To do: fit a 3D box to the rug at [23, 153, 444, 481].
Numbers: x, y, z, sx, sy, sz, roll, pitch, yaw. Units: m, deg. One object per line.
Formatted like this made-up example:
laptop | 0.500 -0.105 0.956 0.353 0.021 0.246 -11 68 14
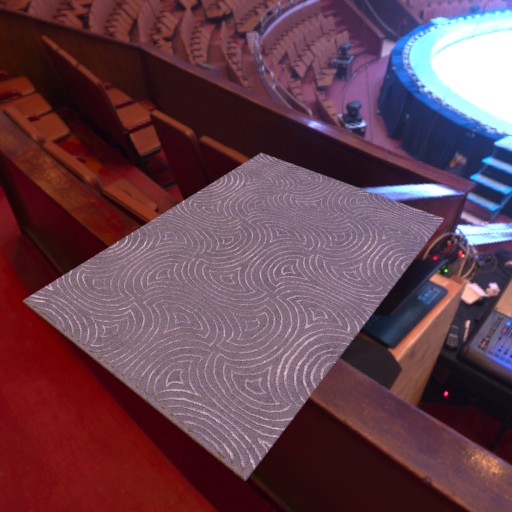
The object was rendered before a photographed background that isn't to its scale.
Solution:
rug | 0.000 0.000 2.689 1.543 0.015 2.144 26 47 28
